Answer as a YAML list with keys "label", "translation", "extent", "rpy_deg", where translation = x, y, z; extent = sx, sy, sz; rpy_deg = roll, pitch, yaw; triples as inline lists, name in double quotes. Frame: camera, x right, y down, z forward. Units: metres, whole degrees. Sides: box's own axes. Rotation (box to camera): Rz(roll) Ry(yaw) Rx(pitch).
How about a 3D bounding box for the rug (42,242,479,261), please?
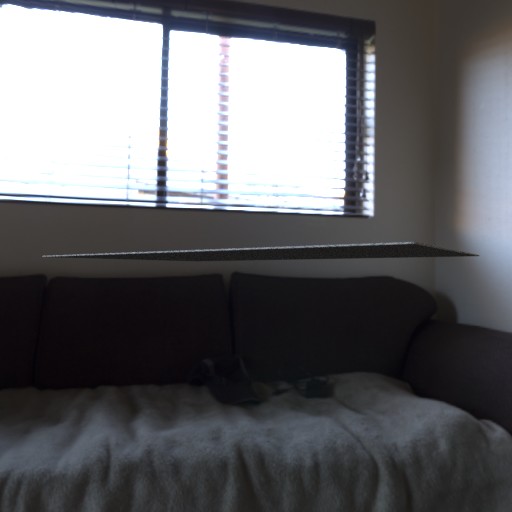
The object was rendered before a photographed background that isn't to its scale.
- label: "rug"
  translation: [0.000, 0.000, 2.918]
  extent: [2.441, 0.008, 1.526]
  rpy_deg: [-1, -3, 35]
